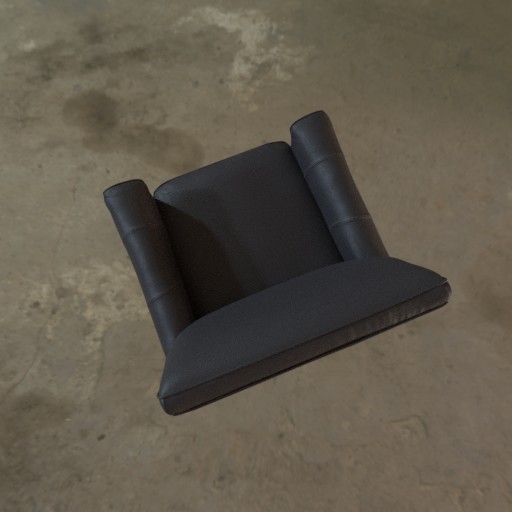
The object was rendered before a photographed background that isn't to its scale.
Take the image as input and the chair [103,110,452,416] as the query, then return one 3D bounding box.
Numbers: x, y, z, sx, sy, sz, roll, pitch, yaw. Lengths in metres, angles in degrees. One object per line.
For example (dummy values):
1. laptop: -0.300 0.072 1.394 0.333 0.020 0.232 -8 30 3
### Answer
1. chair: 0.000 0.000 1.662 0.870 0.943 0.825 -21 78 -5
